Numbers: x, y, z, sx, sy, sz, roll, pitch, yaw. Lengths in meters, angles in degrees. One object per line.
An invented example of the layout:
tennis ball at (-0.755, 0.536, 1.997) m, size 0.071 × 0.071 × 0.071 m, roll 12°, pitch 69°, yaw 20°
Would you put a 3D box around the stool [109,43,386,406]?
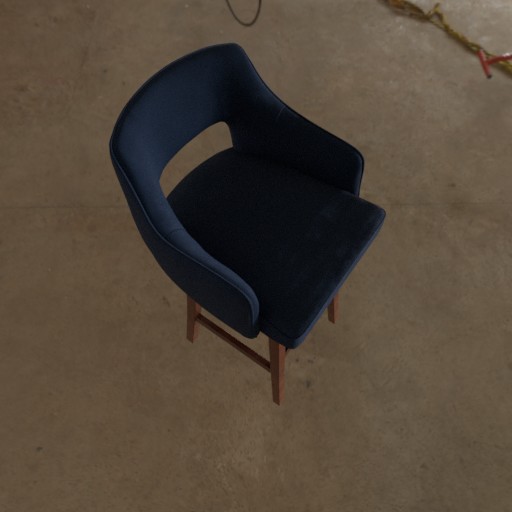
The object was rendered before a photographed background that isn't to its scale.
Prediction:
stool at (0.000, 0.000, 1.338) m, size 0.560 × 1.041 × 0.550 m, roll 31°, pitch 63°, yaw 18°
